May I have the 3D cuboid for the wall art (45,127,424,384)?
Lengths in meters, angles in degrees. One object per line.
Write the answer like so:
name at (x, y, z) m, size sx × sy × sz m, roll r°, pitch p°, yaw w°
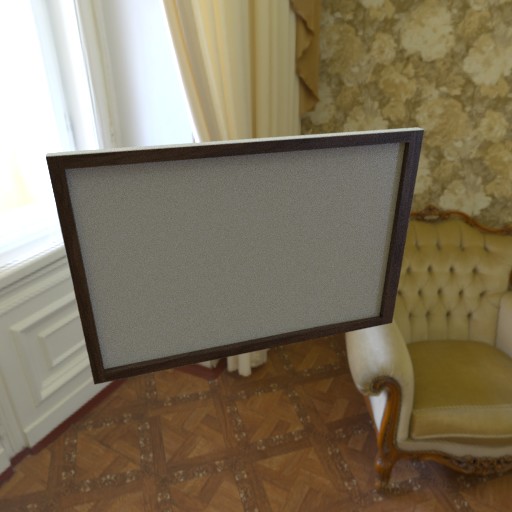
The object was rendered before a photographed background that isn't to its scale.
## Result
wall art at (0.000, 0.000, 1.961) m, size 1.520 × 1.016 × 0.051 m, roll -8°, pitch 28°, yaw -16°
